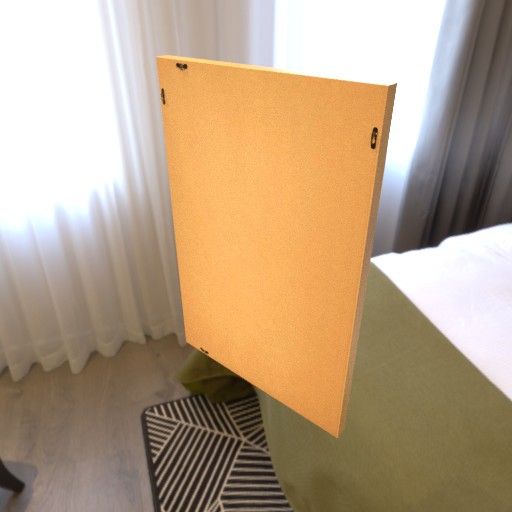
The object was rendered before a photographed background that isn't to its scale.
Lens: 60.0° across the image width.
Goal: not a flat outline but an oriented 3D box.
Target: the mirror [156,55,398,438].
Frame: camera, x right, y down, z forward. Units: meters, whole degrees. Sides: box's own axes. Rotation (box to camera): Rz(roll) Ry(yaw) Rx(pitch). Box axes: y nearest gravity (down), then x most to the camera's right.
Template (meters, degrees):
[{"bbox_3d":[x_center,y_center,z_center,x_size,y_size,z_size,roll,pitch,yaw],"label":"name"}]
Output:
[{"bbox_3d":[0.000,0.000,1.158,0.609,0.915,0.041,23,38,33],"label":"mirror"}]
